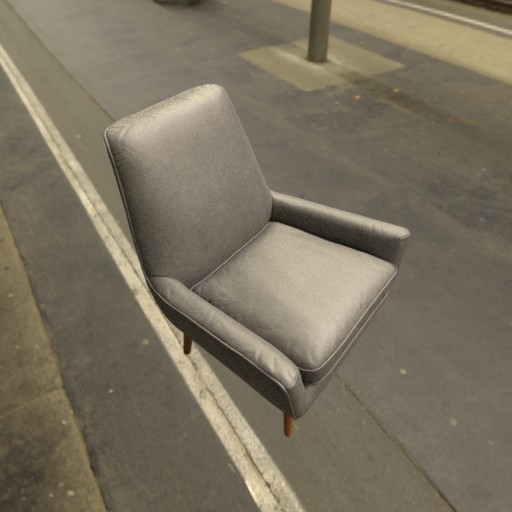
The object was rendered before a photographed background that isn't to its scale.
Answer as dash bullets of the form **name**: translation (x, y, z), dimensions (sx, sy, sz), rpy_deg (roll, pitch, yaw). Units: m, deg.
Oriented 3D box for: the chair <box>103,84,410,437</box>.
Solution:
- **chair**: translation (0.000, 0.000, 1.510), dimensions (0.822, 0.888, 0.787), rpy_deg (26, 48, 27)
